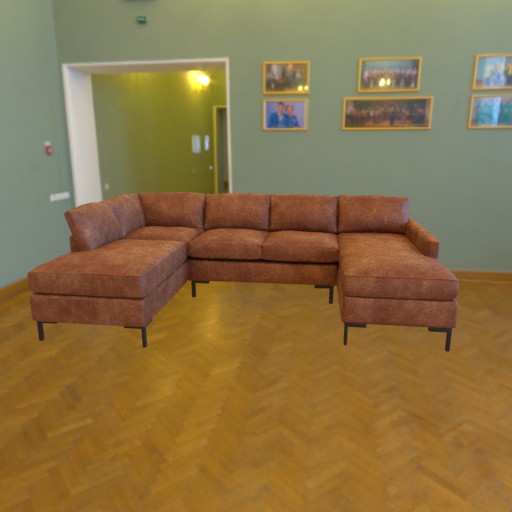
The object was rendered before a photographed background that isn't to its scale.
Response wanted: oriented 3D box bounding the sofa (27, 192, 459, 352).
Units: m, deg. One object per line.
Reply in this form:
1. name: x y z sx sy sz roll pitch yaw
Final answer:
1. sofa: 0.000 0.000 3.790 2.956 0.900 1.939 2 14 8
